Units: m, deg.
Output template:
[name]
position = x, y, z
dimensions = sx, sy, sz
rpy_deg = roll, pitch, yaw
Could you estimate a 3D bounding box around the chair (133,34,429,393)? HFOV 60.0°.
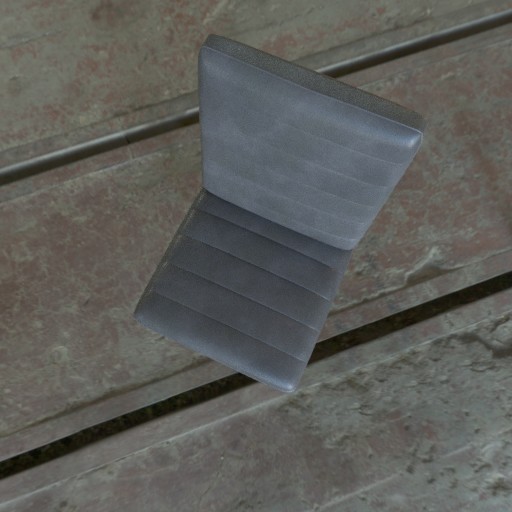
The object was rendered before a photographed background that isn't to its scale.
[chair]
position = 0.000, 0.000, 1.293
dimensions = 0.520, 0.930, 0.634
rpy_deg = 24, 77, 6
